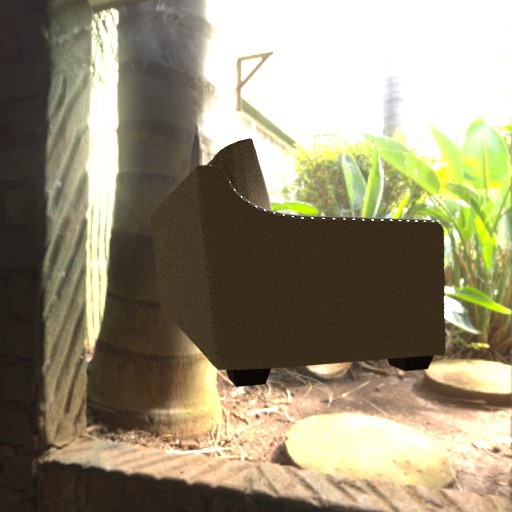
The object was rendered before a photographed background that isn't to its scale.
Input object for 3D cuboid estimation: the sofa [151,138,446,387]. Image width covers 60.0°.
[{"bbox_3d":[0.000,0.000,2.343,0.949,0.830,1.812,0,0,-18],"label":"sofa"}]
